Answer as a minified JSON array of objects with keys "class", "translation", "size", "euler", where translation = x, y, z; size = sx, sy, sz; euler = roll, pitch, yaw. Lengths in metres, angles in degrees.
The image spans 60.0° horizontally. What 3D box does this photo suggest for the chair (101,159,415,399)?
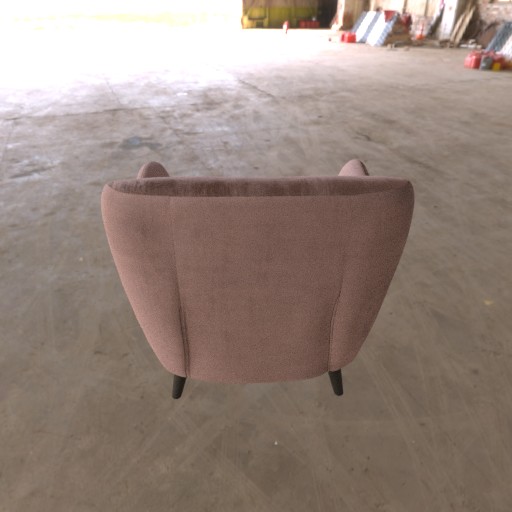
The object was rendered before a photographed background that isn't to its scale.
[{"class":"chair","translation":[0.000,0.000,1.485],"size":[0.840,0.820,0.820],"euler":[-1,31,-1]}]
